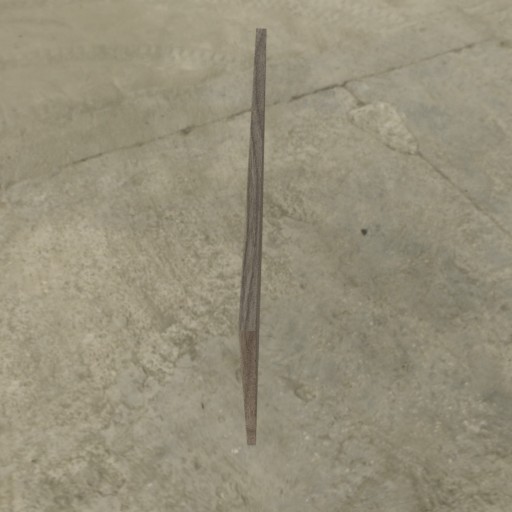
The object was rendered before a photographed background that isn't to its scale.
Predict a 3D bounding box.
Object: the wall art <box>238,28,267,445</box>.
[{"bbox_3d":[0.000,0.000,0.755,0.016,0.507,0.508,2,56,1],"label":"wall art"}]
